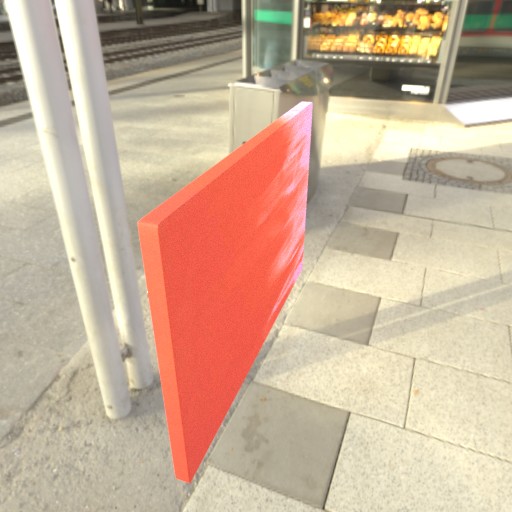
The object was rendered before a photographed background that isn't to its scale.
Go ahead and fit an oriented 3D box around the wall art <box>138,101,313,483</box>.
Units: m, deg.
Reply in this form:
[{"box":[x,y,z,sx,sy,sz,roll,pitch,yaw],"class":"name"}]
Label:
[{"box":[0.000,0.000,1.157,0.040,0.609,0.913,11,32,17],"class":"wall art"}]
